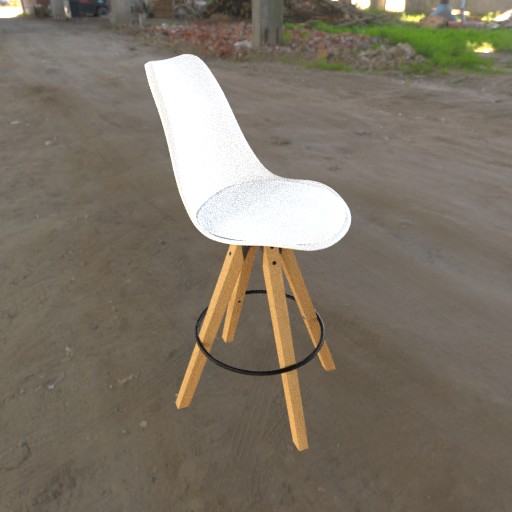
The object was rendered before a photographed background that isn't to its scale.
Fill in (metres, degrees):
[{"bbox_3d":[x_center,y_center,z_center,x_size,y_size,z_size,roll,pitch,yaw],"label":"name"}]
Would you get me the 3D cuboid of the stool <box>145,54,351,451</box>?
[{"bbox_3d":[0.000,0.000,1.382,0.549,1.115,0.482,12,32,19],"label":"stool"}]
